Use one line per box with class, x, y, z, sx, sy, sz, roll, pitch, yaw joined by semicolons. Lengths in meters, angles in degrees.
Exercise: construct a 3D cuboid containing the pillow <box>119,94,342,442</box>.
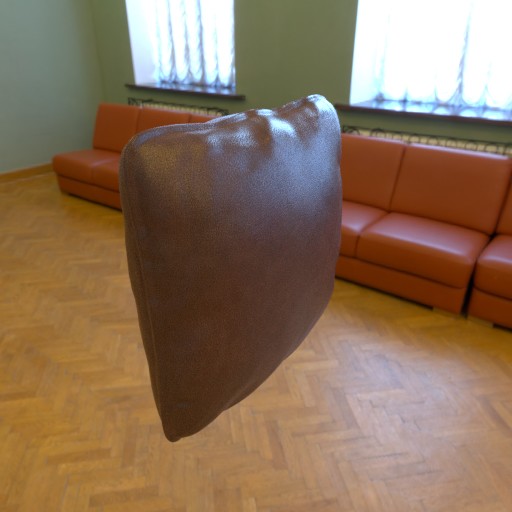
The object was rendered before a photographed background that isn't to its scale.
pillow;0.000;0.000;0.815;0.236;0.523;0.532;17;31;31
